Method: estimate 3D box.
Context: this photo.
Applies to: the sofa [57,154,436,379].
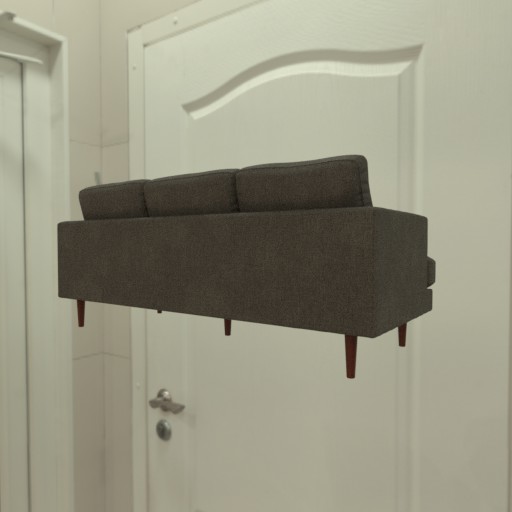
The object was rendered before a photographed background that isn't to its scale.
[{"bbox_3d":[0.000,0.000,2.949,2.233,0.956,1.504,1,2,35],"label":"sofa"}]
